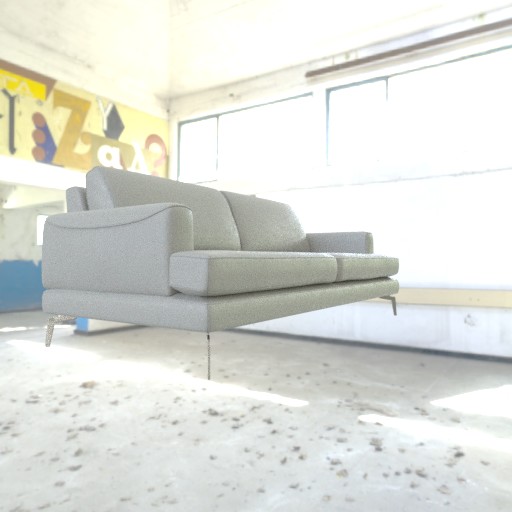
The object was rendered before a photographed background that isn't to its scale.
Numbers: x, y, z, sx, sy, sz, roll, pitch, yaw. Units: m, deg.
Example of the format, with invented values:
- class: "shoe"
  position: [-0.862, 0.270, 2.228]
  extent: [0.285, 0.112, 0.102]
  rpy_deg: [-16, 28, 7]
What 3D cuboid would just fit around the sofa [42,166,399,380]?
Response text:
- class: "sofa"
  position: [0.000, 0.000, 2.377]
  extent: [0.974, 0.765, 1.940]
  rpy_deg: [0, -1, 34]
